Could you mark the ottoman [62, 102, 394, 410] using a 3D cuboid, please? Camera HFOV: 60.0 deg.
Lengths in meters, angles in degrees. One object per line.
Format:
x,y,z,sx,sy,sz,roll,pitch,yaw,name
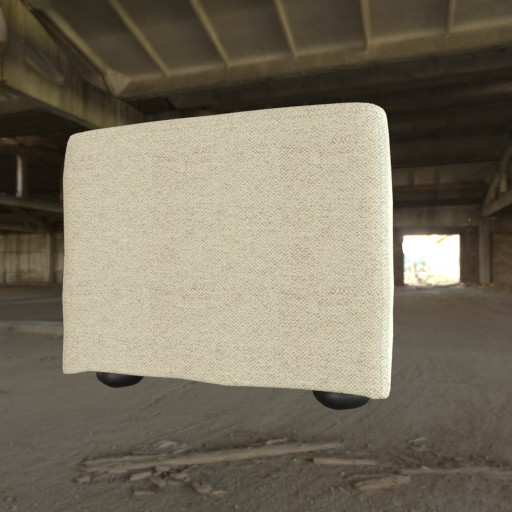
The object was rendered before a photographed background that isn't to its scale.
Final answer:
0.000,0.000,0.884,0.521,0.453,0.512,0,-1,18,ottoman
